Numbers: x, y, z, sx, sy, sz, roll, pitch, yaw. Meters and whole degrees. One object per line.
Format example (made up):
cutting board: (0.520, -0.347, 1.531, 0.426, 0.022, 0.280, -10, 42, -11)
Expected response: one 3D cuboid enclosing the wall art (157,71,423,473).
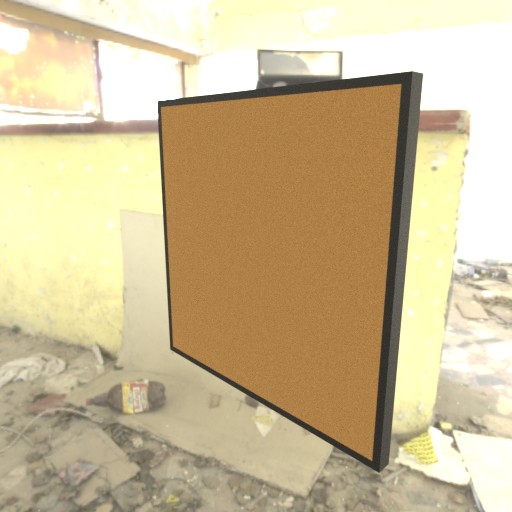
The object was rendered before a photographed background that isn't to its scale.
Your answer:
wall art: (0.000, 0.000, 1.084, 0.038, 0.763, 0.763, -14, 20, -42)
